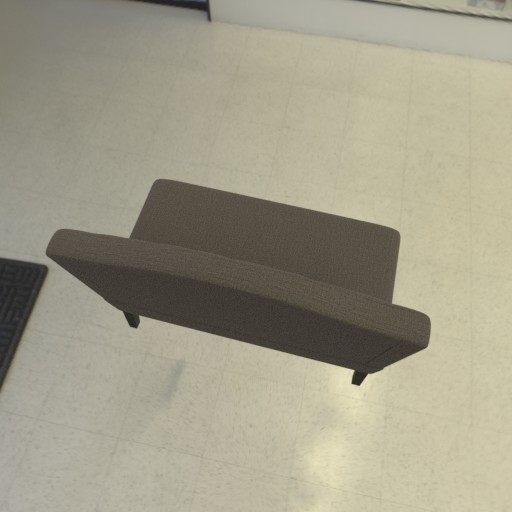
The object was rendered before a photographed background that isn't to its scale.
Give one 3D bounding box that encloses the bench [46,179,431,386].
[{"bbox_3d":[0.000,0.000,2.024,1.335,1.180,0.815,13,64,6],"label":"bench"}]
